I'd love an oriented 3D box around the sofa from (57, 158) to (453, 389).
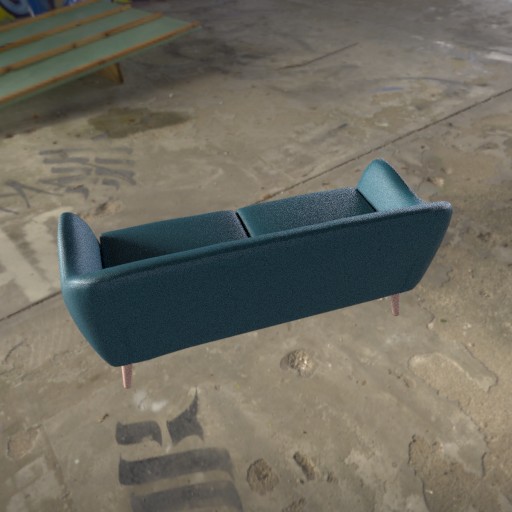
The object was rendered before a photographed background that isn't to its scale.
[{"bbox_3d":[0.000,0.000,2.268,1.840,0.836,0.820,-12,42,-14],"label":"sofa"}]
